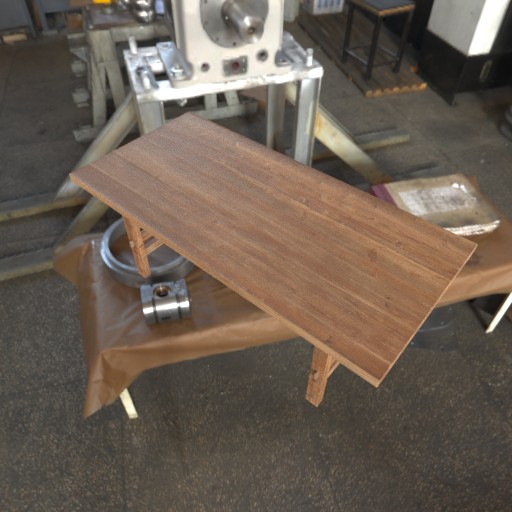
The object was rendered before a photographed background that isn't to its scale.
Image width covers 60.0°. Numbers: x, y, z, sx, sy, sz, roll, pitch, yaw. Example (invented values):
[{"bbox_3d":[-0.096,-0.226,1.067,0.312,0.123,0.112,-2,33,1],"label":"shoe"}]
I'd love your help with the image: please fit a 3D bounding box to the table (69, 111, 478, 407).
[{"bbox_3d":[0.000,0.000,2.611,2.003,0.760,0.952,31,54,27],"label":"table"}]
